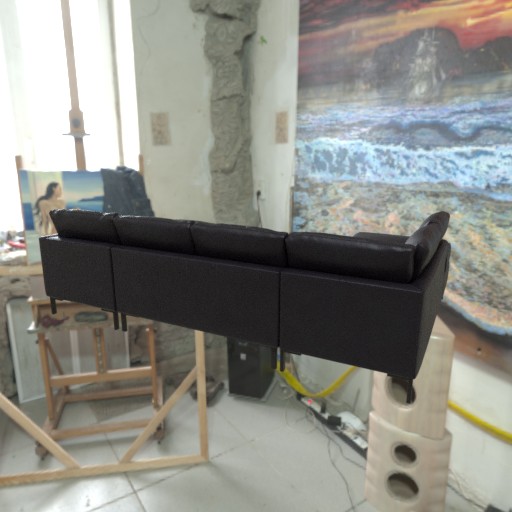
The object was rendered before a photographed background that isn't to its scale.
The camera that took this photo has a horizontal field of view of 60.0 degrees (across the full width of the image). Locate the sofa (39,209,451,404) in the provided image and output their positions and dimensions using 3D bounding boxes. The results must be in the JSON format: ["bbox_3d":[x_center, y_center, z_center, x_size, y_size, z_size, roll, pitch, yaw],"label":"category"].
[{"bbox_3d":[0.000,0.000,3.783,2.956,0.900,1.939,7,17,26],"label":"sofa"}]
